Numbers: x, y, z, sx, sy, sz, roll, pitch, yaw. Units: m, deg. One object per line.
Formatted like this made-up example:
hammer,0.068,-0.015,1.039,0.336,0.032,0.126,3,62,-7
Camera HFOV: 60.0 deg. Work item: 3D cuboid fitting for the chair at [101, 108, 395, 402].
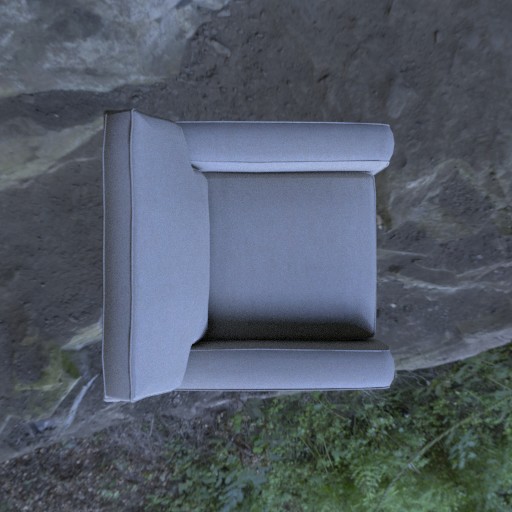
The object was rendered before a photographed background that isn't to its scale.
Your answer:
chair,0.000,0.000,1.782,1.043,0.913,0.998,0,89,-1
